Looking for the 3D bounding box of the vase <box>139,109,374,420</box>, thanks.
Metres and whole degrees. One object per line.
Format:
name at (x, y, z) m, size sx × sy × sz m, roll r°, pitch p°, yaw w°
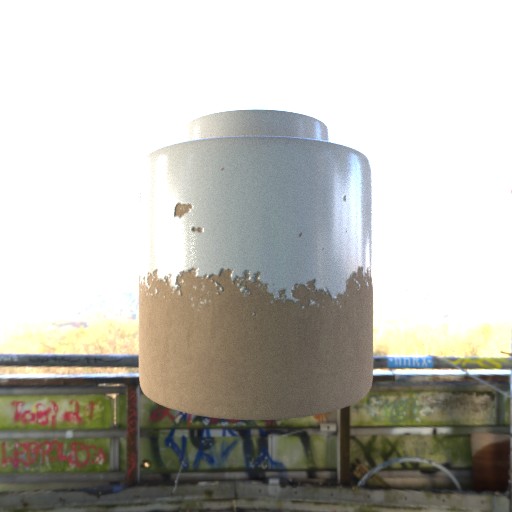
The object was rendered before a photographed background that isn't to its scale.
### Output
vase at (0.000, 0.000, 0.298) m, size 0.153 × 0.167 × 0.153 m, roll 0°, pitch 0°, yaw 0°
